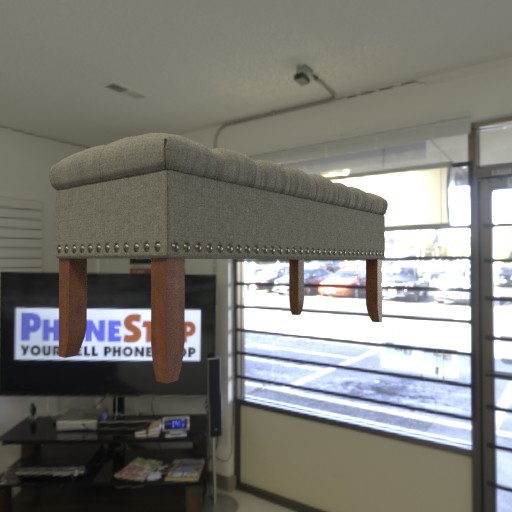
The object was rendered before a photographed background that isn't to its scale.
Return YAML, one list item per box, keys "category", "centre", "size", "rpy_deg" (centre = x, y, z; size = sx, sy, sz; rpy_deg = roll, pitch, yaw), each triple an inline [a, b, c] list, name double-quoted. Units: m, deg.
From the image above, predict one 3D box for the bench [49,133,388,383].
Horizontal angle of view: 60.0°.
- category: "bench"
  centre: [0.000, 0.000, 1.315]
  size: [0.417, 0.470, 1.052]
  rpy_deg: [0, -1, 38]
